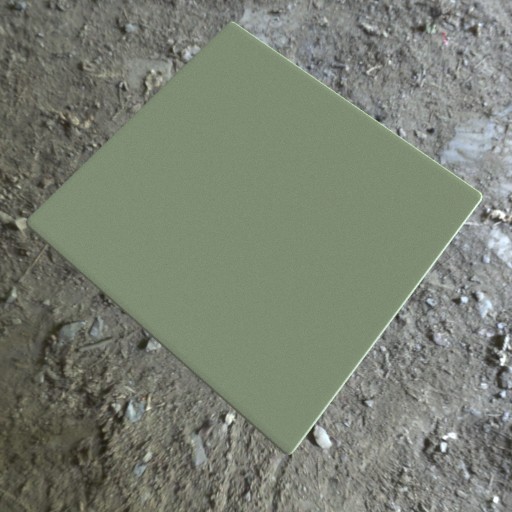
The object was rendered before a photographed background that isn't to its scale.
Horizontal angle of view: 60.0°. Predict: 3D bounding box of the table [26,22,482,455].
[{"bbox_3d":[0.000,0.000,0.967,0.533,0.563,0.500,39,78,10],"label":"table"}]
